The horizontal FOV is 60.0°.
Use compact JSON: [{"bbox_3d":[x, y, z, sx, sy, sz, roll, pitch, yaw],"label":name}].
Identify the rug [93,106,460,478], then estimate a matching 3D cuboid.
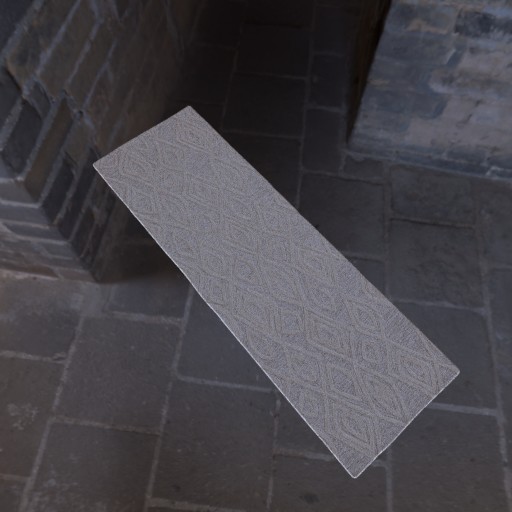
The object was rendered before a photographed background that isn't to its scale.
[{"bbox_3d":[0.000,0.000,2.639,0.807,0.013,2.436,-37,70,-16],"label":"rug"}]
